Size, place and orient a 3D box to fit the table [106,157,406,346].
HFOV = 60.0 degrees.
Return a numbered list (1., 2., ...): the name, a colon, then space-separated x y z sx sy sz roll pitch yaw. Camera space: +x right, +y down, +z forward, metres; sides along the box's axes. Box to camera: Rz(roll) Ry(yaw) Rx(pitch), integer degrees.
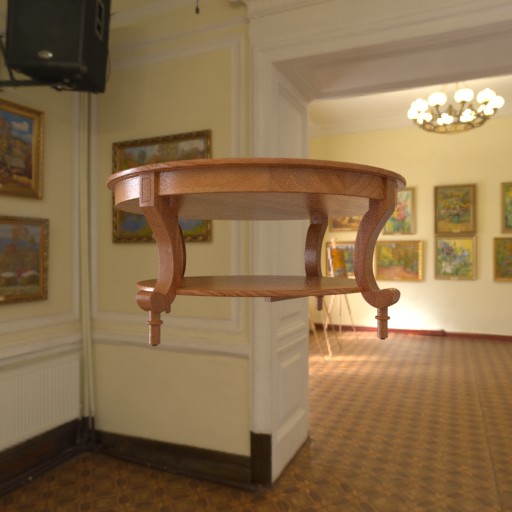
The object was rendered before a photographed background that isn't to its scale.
1. table: 0.000 0.000 1.599 1.029 0.490 1.029 0 0 0
